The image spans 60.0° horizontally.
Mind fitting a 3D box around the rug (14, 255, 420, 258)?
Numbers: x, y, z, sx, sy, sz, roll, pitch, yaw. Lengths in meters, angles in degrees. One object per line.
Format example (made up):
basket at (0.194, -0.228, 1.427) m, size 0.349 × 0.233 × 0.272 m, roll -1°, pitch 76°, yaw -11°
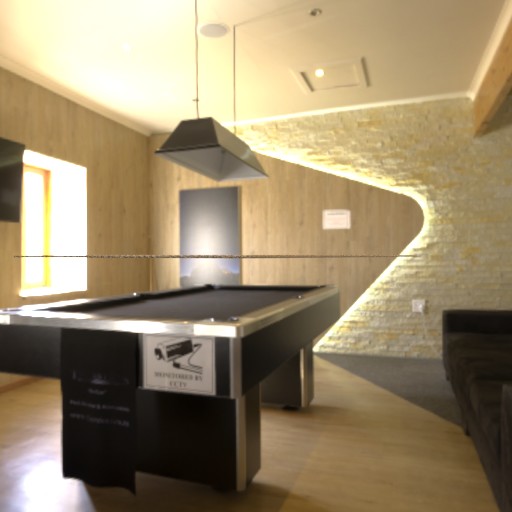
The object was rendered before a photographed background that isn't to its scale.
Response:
rug at (0.000, 0.000, 2.996) m, size 1.548 × 0.013 × 2.486 m, roll 0°, pitch 0°, yaw 34°
